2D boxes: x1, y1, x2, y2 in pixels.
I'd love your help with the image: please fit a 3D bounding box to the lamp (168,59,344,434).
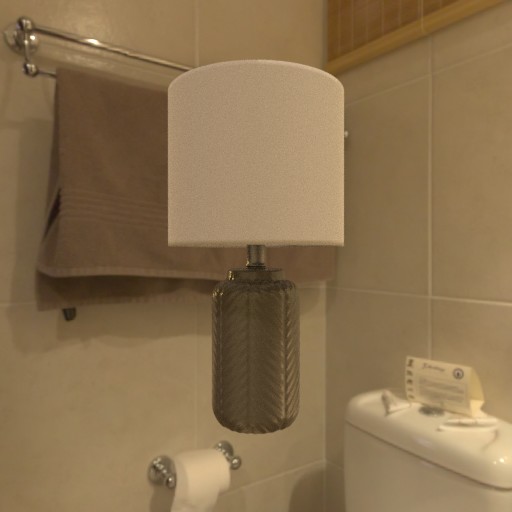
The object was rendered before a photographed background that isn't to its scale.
[{"bbox_3d":[0.000,0.000,0.523,0.203,0.389,0.203,0,0,18],"label":"lamp"}]
